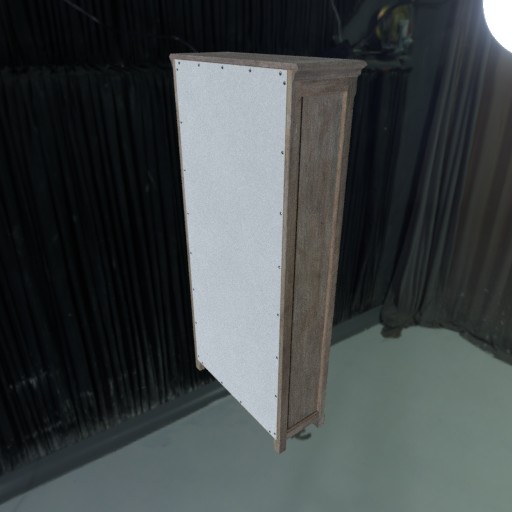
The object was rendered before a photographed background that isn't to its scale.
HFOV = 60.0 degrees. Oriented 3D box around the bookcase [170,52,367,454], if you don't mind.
[{"bbox_3d":[0.000,0.000,2.288,0.348,1.880,0.906,-19,33,-33],"label":"bookcase"}]
